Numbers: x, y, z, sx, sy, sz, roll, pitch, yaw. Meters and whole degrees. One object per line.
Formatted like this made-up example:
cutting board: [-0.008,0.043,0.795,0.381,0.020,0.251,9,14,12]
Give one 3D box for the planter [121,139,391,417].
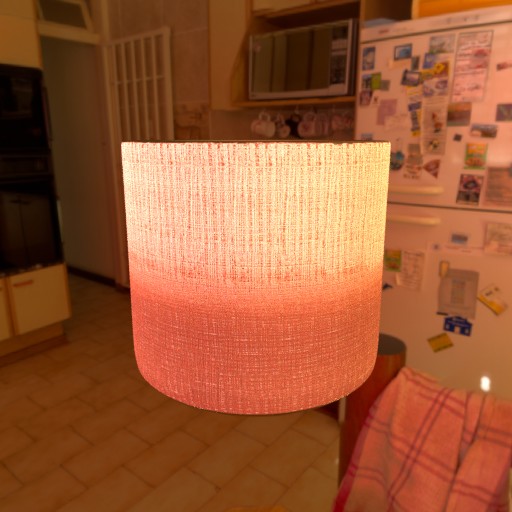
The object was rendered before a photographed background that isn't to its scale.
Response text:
planter: [0.000,0.000,0.397,0.221,0.201,0.221,0,15,0]
